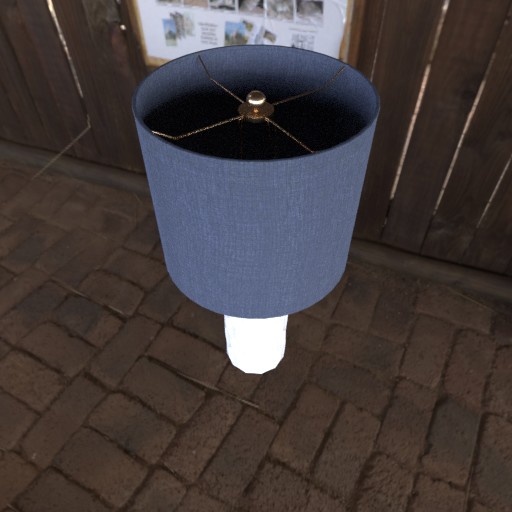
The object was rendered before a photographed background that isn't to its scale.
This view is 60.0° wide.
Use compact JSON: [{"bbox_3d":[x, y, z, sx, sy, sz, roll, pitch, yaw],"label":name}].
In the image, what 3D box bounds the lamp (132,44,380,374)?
[{"bbox_3d":[0.000,0.000,0.695,0.277,0.537,0.277,3,46,3],"label":"lamp"}]
